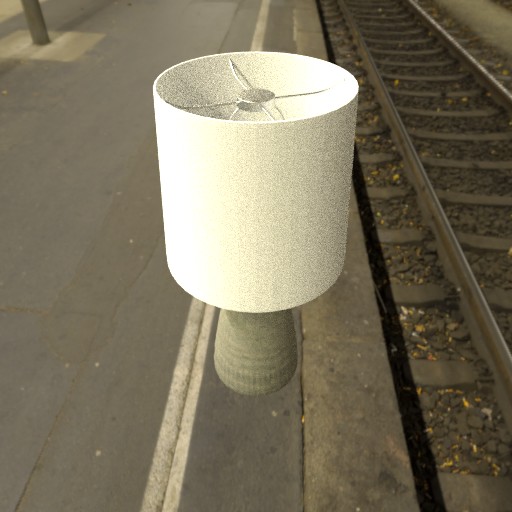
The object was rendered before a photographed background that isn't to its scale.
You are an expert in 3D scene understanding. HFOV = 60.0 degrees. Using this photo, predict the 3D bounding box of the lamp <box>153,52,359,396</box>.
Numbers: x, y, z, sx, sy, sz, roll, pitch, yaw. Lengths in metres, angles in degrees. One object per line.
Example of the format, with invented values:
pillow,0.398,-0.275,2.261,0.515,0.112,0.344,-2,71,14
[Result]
lamp,0.000,0.000,0.477,0.186,0.369,0.186,0,40,0
